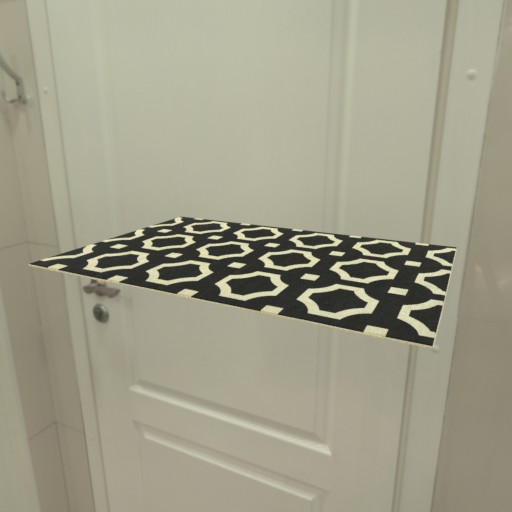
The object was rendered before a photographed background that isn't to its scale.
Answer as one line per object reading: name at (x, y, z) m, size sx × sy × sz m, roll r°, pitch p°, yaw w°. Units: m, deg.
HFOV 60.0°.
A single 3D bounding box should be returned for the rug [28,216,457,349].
rug at (0.000, 0.000, 2.837) m, size 2.286 × 0.016 × 1.555 m, roll 8°, pitch 19°, yaw 25°
